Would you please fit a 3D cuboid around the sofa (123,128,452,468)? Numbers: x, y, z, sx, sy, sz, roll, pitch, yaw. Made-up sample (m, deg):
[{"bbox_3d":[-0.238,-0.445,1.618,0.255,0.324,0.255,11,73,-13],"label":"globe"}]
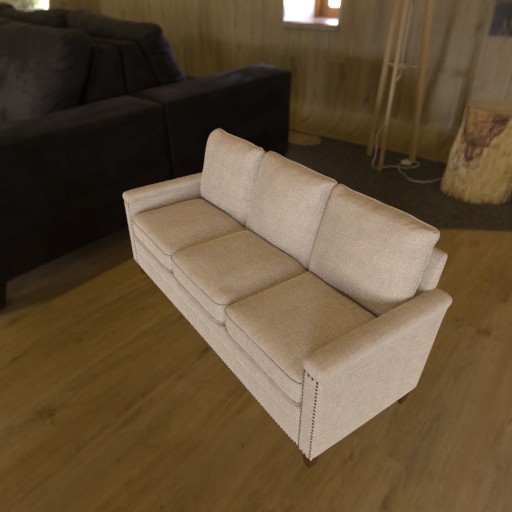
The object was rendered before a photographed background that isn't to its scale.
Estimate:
[{"bbox_3d":[0.000,0.000,2.480,0.828,0.959,1.925,-20,37,-29],"label":"sofa"}]
